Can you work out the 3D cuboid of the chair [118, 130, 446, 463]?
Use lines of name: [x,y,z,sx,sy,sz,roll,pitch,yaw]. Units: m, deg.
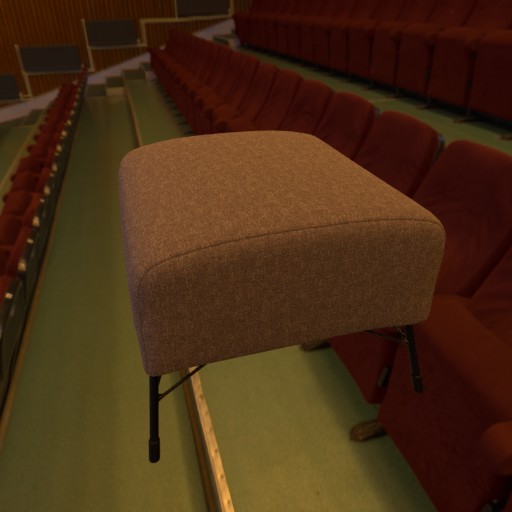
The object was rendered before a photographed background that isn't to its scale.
chair: [0.000,0.000,0.913,0.530,0.410,0.530,-9,32,-15]
